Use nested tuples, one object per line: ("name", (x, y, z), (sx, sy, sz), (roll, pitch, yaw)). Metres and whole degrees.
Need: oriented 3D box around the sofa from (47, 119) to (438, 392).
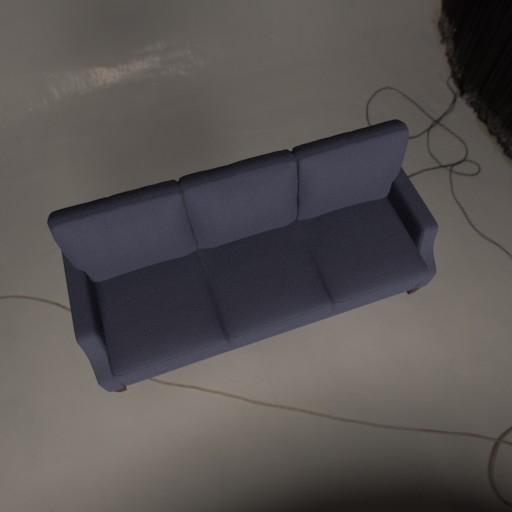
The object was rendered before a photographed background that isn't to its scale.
("sofa", (0.000, 0.000, 2.642), (2.115, 0.984, 0.888), (-17, 63, -9))
